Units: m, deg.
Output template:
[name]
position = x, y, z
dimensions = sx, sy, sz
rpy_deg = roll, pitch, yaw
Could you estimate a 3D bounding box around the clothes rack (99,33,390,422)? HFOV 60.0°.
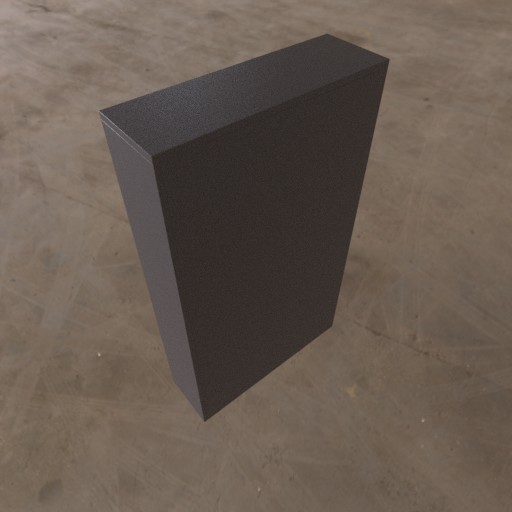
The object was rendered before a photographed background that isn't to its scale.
[clothes rack]
position = 0.000, 0.000, 1.588
dimensions = 0.750, 1.280, 0.250
rpy_deg = -31, 54, -26
